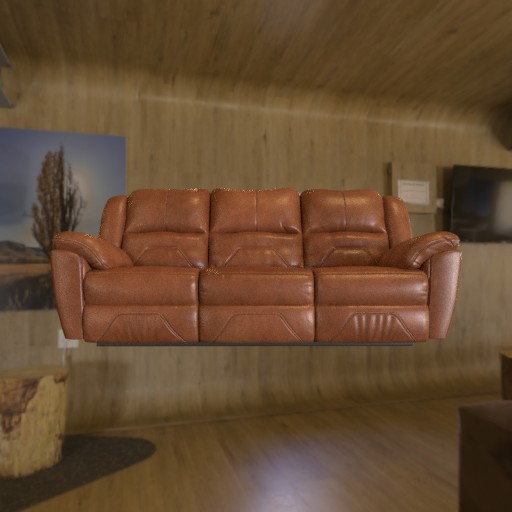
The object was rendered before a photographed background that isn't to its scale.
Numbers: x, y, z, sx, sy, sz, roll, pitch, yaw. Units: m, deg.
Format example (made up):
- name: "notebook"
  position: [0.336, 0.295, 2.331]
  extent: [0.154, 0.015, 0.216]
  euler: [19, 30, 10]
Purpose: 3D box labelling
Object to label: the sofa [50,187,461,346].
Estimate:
- name: "sofa"
  position: [0.000, 0.000, 2.939]
  extent: [2.337, 1.043, 0.991]
  euler: [0, -1, 0]
